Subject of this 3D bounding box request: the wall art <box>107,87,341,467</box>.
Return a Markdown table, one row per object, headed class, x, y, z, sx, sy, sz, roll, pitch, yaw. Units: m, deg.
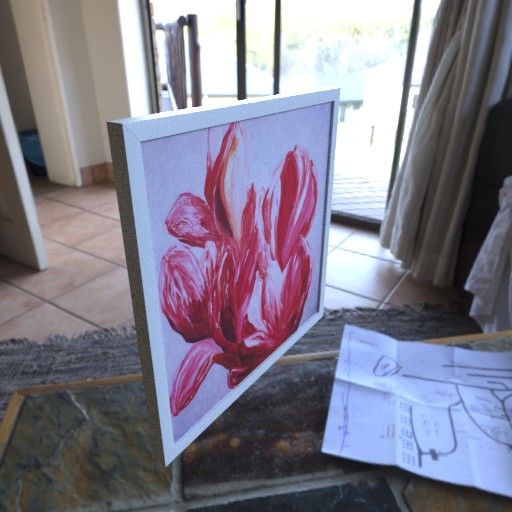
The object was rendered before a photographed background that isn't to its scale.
| class | x | y | z | sx | sy | sz | roll | pitch | yaw |
| --- | --- | --- | --- | --- | --- | --- | --- | --- | --- |
| wall art | 0.000 | 0.000 | 0.678 | 0.023 | 0.453 | 0.455 | 17 | 31 | 32 |
